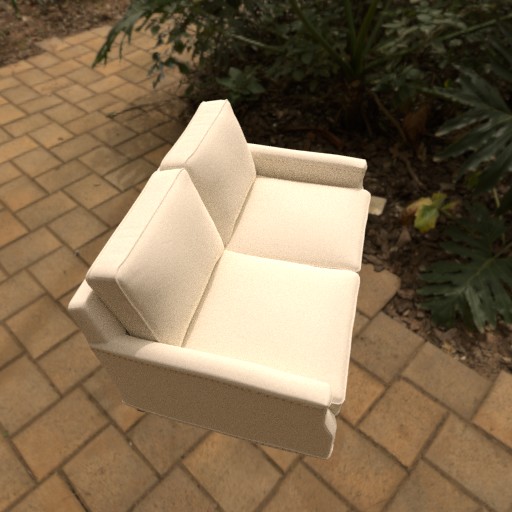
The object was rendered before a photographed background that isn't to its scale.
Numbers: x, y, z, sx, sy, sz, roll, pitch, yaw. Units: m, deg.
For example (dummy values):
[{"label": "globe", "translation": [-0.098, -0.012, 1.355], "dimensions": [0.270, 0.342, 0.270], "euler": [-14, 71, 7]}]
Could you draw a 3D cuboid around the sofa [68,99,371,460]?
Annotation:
[{"label": "sofa", "translation": [0.000, 0.000, 2.291], "dimensions": [1.084, 1.003, 1.597], "euler": [11, 48, 10]}]
